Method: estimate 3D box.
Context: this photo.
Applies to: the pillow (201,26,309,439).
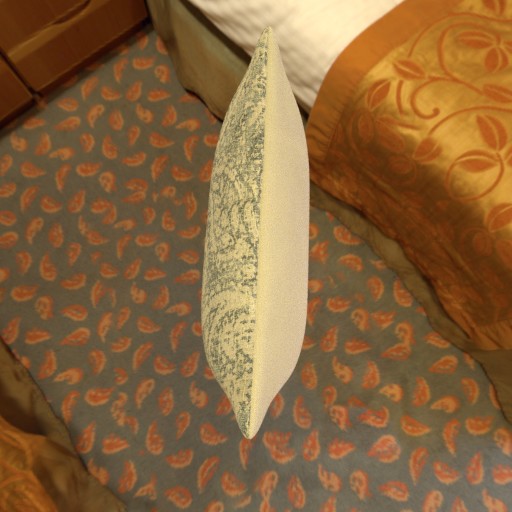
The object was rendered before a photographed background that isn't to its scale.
[{"bbox_3d":[0.000,0.000,0.773,0.166,0.510,0.523,3,76,1],"label":"pillow"}]
